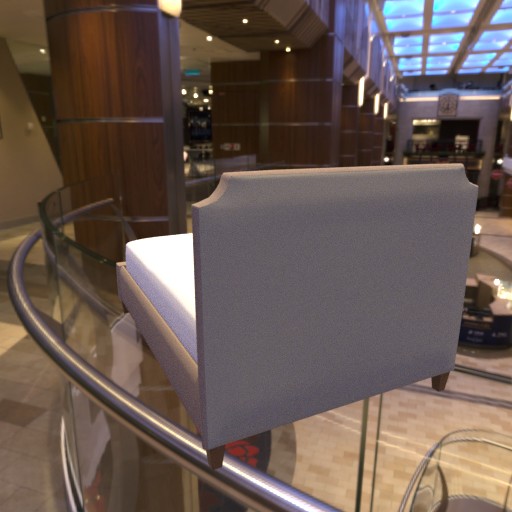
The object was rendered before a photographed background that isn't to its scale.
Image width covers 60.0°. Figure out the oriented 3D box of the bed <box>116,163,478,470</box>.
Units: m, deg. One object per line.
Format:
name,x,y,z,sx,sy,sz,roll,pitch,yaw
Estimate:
bed,0.000,0.000,3.313,1.713,1.443,2.372,-7,17,-26
